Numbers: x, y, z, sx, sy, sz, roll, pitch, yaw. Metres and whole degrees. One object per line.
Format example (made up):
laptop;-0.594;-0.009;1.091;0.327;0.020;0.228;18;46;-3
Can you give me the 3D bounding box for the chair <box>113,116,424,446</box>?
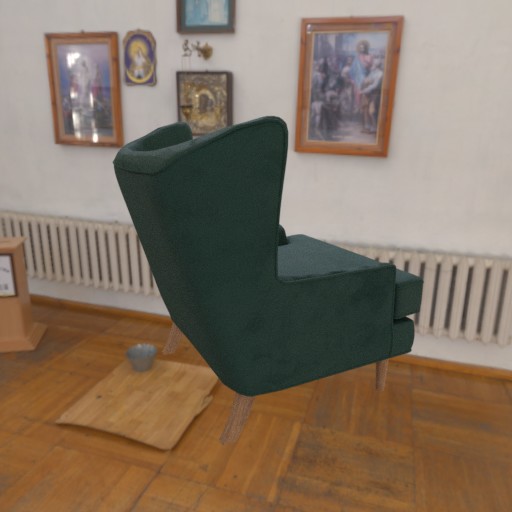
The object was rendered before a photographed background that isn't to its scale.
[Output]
chair;0.000;0.000;1.619;0.910;0.952;0.793;-8;18;-26
